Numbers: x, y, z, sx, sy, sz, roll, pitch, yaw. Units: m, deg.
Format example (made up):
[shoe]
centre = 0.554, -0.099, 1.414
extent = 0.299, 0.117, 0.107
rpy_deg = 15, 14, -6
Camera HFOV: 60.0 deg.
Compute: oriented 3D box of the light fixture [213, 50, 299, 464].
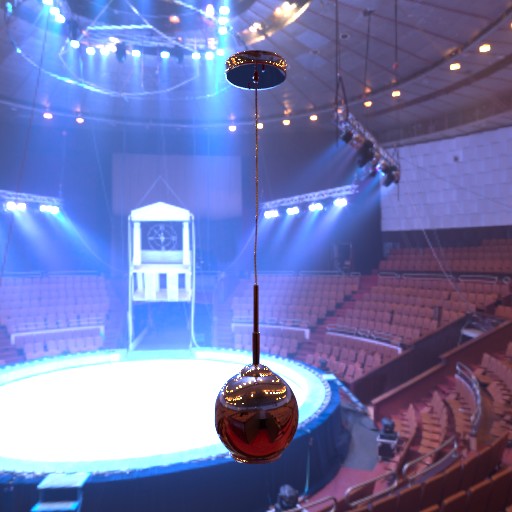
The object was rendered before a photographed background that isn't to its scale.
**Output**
[light fixture]
centre = 0.000, 0.000, 1.757
extent = 0.336, 1.538, 0.336
rpy_deg = 1, -2, -18
